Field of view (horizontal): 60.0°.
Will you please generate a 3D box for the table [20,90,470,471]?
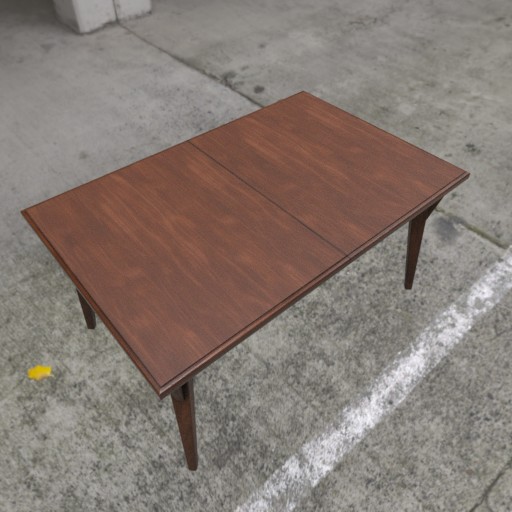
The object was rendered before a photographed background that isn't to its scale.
[{"bbox_3d":[0.000,0.000,2.044,1.524,0.761,0.990,-32,54,-27],"label":"table"}]
